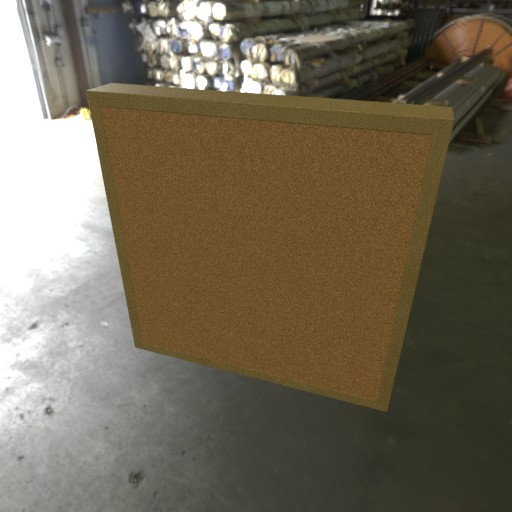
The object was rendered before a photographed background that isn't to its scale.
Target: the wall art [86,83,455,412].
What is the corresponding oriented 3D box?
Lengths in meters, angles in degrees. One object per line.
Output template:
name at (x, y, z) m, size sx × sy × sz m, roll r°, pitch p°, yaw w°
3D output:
wall art at (0.000, 0.000, 0.445) m, size 0.305 × 0.305 × 0.038 m, roll 10°, pitch 33°, yaw 16°
